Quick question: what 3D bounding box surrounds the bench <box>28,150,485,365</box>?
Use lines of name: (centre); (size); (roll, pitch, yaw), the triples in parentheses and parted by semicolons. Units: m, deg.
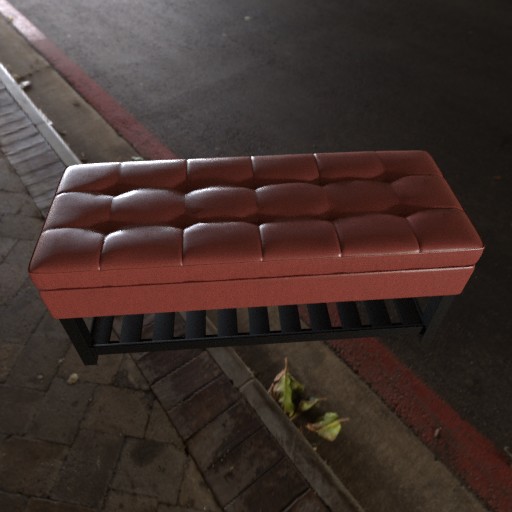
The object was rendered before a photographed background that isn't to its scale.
bench: (0.000, 0.000, 1.343); (1.105, 0.460, 0.432); (-3, 47, -3)
